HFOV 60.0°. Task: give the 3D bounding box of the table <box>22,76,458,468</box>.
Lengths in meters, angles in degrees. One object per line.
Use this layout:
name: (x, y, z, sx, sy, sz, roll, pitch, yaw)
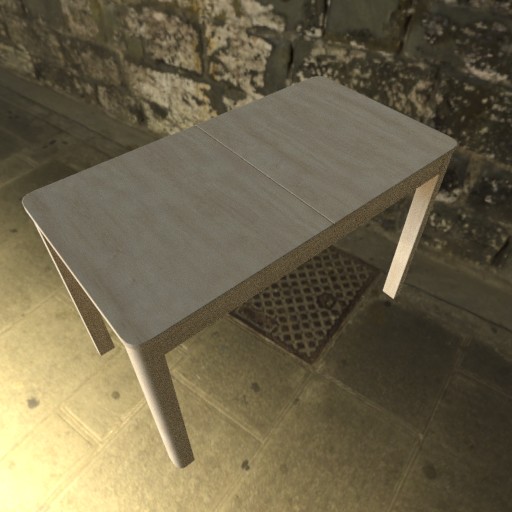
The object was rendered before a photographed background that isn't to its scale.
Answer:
table: (0.000, 0.000, 1.883, 1.400, 0.900, 0.750, -31, 54, -26)
